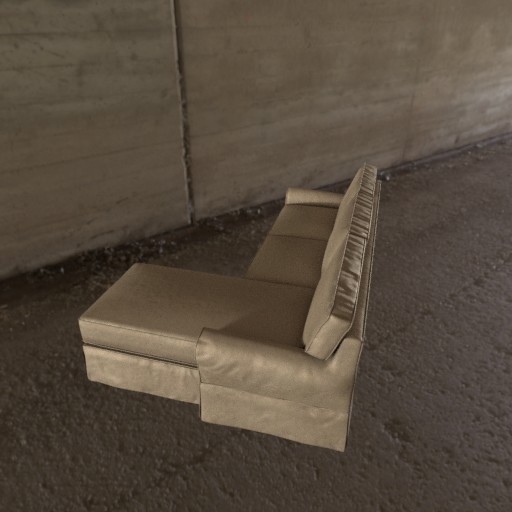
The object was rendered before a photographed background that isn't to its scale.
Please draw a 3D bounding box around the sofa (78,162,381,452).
[{"bbox_3d":[0.000,0.000,3.451,1.733,0.978,2.475,8,30,14],"label":"sofa"}]
